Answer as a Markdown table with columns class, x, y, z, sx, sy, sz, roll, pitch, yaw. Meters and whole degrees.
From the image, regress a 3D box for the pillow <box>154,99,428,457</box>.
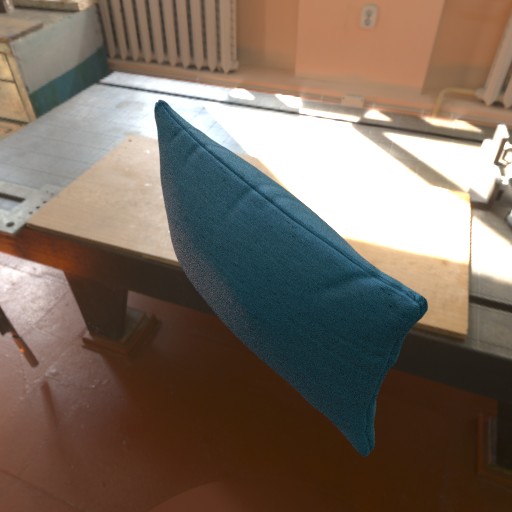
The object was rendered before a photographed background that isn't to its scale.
| class | x | y | z | sx | sy | sz | roll | pitch | yaw |
| --- | --- | --- | --- | --- | --- | --- | --- | --- | --- |
| pillow | 0.000 | 0.000 | 0.757 | 0.210 | 0.338 | 0.633 | -25 | 48 | -25 |
